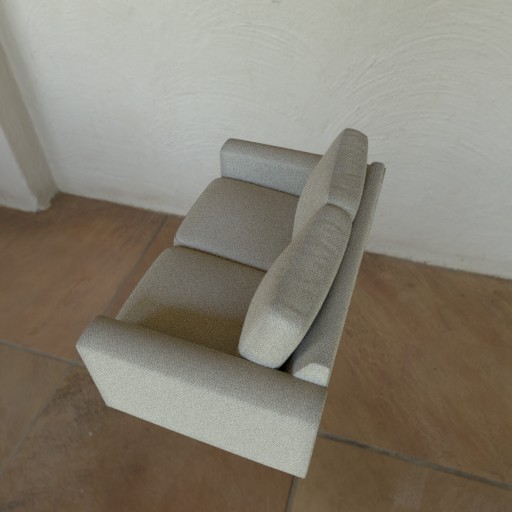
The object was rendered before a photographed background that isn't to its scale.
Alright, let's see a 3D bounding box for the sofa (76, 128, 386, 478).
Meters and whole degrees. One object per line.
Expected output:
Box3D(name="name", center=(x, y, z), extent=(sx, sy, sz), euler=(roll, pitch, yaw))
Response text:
Box3D(name="sofa", center=(0.000, 0.000, 2.224), extent=(1.016, 0.873, 1.616), euler=(14, 48, 14))
